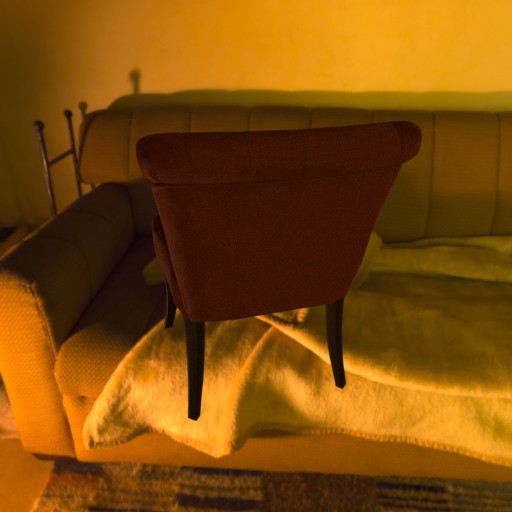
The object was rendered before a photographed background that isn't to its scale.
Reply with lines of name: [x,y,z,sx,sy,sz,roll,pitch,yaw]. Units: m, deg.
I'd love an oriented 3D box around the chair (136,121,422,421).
chair: [0.000,0.000,1.203,0.582,0.750,0.605,-7,26,-15]
